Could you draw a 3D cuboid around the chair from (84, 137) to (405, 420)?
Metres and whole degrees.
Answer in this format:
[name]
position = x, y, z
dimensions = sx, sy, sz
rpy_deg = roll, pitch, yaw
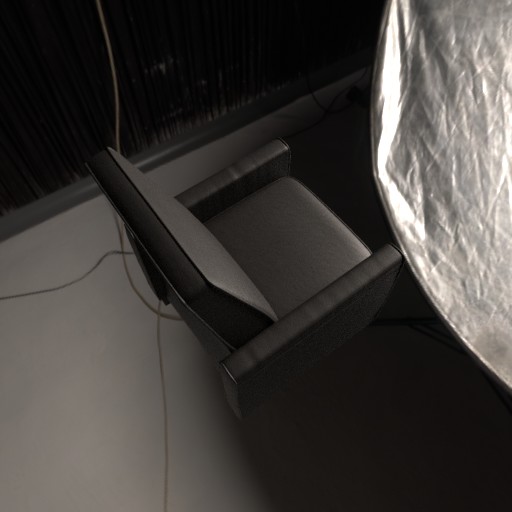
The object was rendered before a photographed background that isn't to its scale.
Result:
[chair]
position = 0.000, 0.000, 1.554
dimensions = 0.746, 1.013, 0.705
rpy_deg = -32, 63, -18
